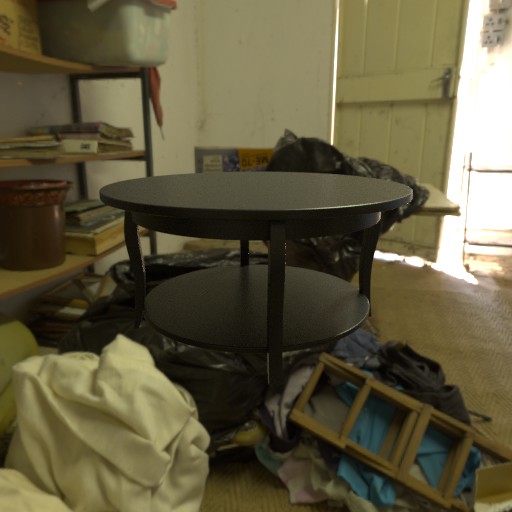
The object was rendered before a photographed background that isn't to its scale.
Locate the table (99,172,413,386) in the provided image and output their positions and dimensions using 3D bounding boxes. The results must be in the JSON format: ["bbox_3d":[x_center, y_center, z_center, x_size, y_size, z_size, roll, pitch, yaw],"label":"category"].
[{"bbox_3d":[0.000,0.000,1.426,0.914,0.457,0.914,0,16,0],"label":"table"}]
